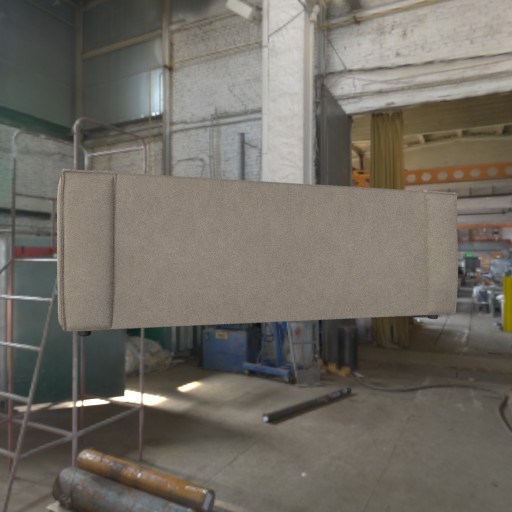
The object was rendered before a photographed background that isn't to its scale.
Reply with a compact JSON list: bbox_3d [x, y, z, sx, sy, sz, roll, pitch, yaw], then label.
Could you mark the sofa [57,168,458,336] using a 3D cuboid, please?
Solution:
[{"bbox_3d":[0.000,0.000,2.509,1.995,0.680,1.038,0,-1,-18],"label":"sofa"}]
